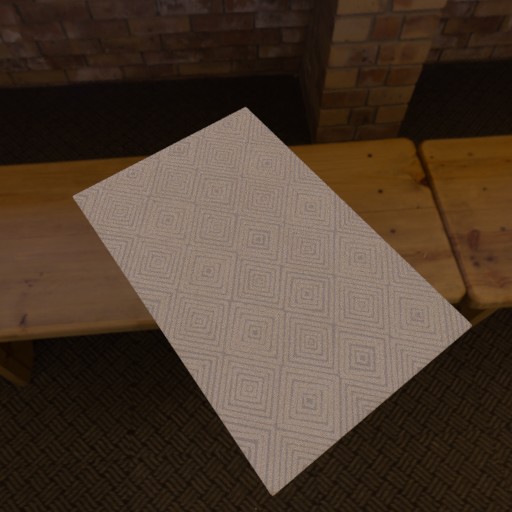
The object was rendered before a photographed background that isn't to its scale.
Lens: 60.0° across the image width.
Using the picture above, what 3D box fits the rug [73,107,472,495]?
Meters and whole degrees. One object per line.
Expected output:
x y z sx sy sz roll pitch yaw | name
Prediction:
0.000 0.000 2.191 1.143 0.008 1.753 -33 65 -17 | rug
